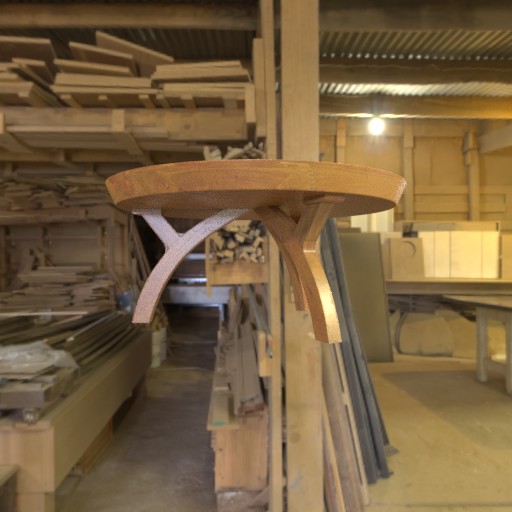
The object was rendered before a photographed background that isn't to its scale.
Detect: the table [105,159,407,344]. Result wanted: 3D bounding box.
[{"bbox_3d":[0.000,0.000,1.574,1.016,0.470,1.016,0,0,0],"label":"table"}]
